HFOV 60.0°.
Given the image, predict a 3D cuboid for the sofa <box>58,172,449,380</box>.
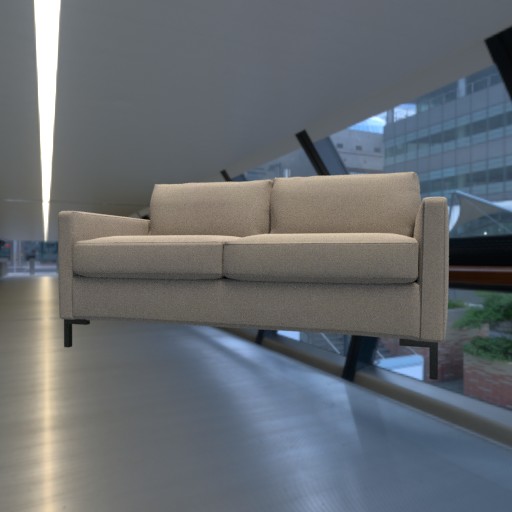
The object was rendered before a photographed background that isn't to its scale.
[{"bbox_3d":[0.000,0.000,2.154,1.682,0.840,0.875,0,1,19],"label":"sofa"}]
